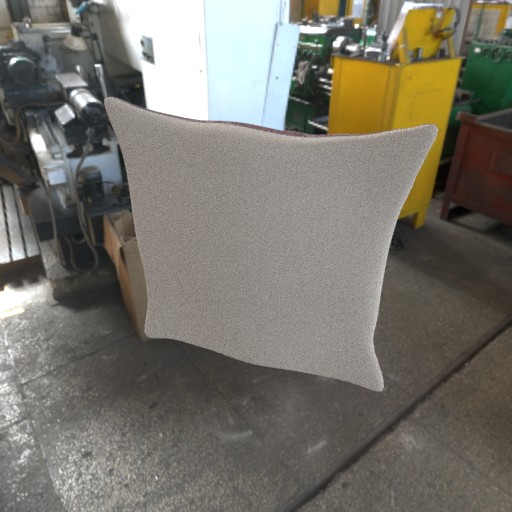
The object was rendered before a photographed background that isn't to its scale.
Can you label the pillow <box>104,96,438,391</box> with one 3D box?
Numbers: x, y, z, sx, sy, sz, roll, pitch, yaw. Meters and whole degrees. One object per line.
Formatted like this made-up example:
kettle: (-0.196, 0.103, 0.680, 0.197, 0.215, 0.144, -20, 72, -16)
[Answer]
pillow: (0.000, 0.000, 0.789, 0.514, 0.513, 0.163, 10, 33, 15)
